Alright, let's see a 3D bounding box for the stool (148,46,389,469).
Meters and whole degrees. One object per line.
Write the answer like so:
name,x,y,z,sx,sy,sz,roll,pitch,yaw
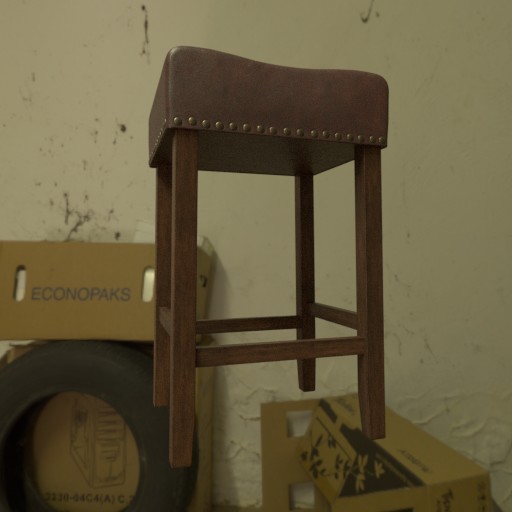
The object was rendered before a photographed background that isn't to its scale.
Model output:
stool,0.000,0.000,1.042,0.465,0.769,0.401,0,0,-18
